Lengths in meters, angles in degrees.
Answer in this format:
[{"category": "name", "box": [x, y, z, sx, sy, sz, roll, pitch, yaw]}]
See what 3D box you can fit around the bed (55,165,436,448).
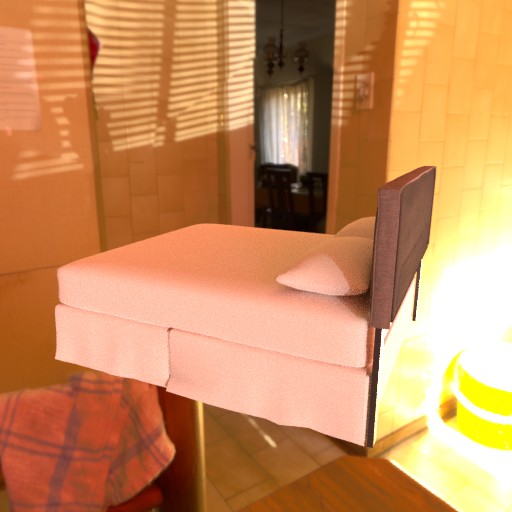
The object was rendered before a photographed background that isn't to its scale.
[{"category": "bed", "box": [0.000, 0.000, 2.762, 1.894, 1.089, 1.610, 7, 16, 25]}]
